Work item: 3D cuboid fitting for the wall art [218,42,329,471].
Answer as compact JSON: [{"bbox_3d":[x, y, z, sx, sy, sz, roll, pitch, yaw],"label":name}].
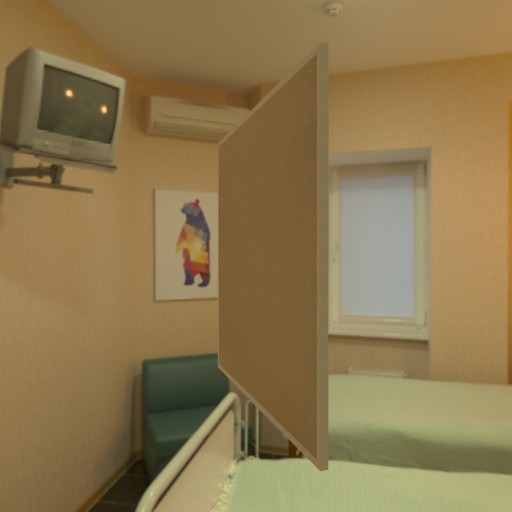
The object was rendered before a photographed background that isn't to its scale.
[{"bbox_3d":[0.000,0.000,0.841,0.012,0.557,0.557,0,0,-19],"label":"wall art"}]
